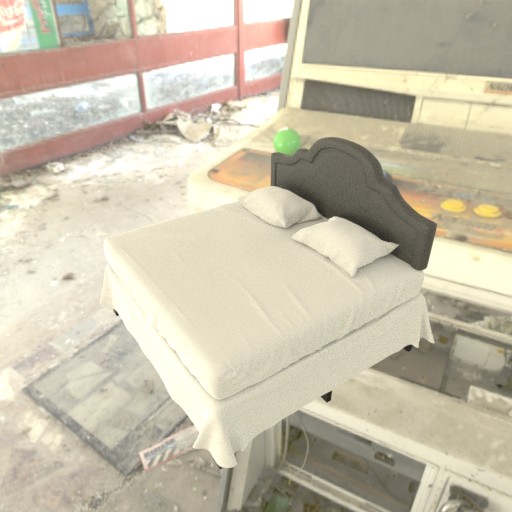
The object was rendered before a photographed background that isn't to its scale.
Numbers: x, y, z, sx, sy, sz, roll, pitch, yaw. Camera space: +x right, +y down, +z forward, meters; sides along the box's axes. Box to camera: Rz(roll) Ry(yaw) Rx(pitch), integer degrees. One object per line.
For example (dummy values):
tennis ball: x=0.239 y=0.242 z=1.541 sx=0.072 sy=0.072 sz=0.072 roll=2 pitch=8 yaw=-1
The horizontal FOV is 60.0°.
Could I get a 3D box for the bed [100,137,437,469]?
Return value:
bed: x=0.000 y=0.000 z=3.714 sx=2.222 sy=1.631 sz=2.303 roll=-20 pitch=37 yaw=-29
